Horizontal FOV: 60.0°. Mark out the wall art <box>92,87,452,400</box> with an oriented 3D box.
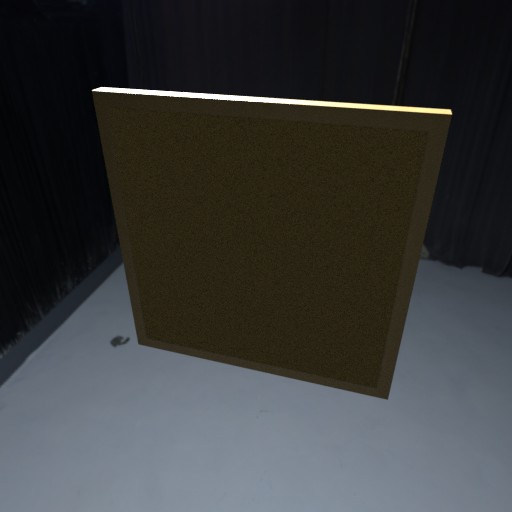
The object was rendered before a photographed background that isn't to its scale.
[{"bbox_3d":[0.000,0.000,2.843,1.935,1.936,0.097,9,32,14],"label":"wall art"}]
